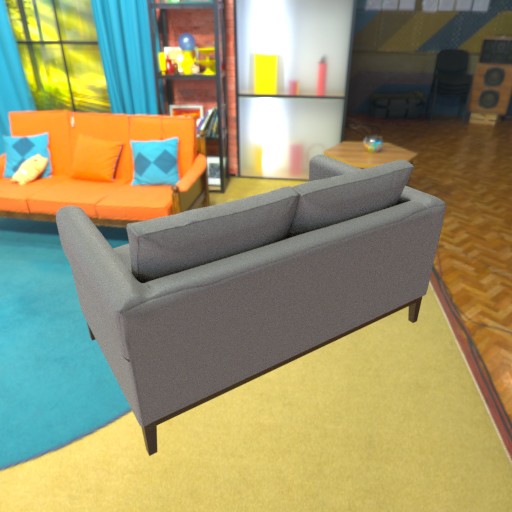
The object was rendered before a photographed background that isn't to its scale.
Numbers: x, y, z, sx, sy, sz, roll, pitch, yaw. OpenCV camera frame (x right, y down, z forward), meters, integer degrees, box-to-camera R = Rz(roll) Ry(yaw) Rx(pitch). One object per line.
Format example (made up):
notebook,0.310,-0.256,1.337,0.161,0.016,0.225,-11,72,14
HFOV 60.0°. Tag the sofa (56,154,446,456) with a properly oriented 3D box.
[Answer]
sofa,0.000,0.000,2.149,1.598,0.873,0.899,-18,34,-28
